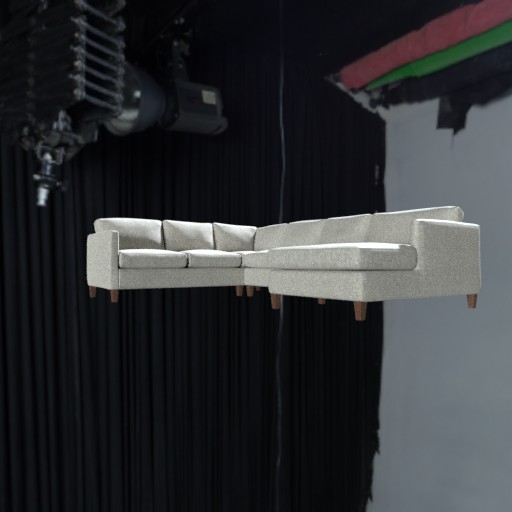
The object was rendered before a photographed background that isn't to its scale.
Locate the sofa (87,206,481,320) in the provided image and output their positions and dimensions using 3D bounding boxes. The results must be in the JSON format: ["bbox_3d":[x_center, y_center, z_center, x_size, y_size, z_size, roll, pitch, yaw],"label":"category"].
[{"bbox_3d":[0.000,0.000,4.636,2.593,0.959,3.460,1,-1,-35],"label":"sofa"}]
